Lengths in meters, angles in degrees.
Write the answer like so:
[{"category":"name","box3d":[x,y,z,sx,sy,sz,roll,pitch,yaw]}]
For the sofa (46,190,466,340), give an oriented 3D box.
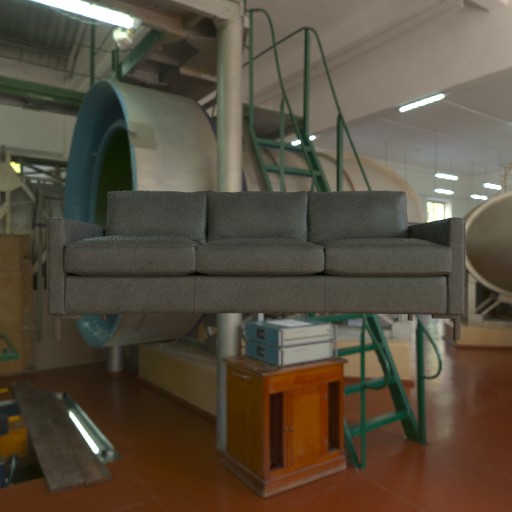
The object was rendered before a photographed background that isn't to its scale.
[{"category":"sofa","box3d":[0.000,0.000,2.420,2.029,0.805,0.748,0,0,0]}]
